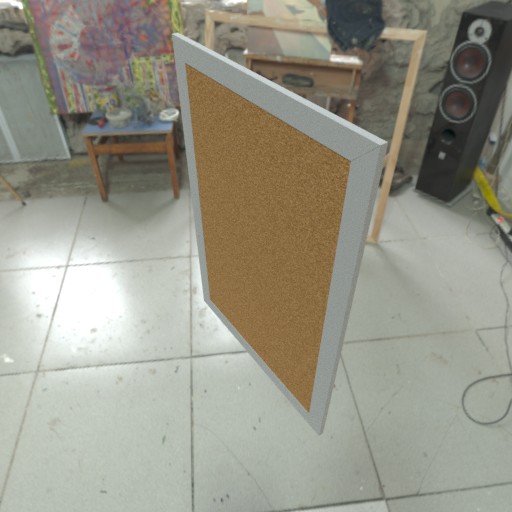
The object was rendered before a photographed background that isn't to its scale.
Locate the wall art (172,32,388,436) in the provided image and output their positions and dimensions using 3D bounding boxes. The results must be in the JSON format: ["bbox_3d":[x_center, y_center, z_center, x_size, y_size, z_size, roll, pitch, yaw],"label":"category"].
[{"bbox_3d":[0.000,0.000,0.818,0.011,0.659,0.454,-26,49,-26],"label":"wall art"}]
